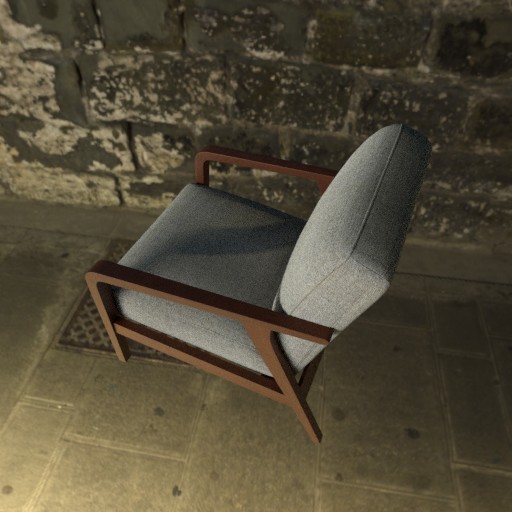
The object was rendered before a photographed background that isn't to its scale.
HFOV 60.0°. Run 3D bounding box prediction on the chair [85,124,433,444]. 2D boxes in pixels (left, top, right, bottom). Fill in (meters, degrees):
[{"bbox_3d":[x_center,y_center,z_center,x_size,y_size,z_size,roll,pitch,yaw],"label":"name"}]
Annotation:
[{"bbox_3d":[0.000,0.000,1.458,0.858,0.847,0.704,18,49,16],"label":"chair"}]
